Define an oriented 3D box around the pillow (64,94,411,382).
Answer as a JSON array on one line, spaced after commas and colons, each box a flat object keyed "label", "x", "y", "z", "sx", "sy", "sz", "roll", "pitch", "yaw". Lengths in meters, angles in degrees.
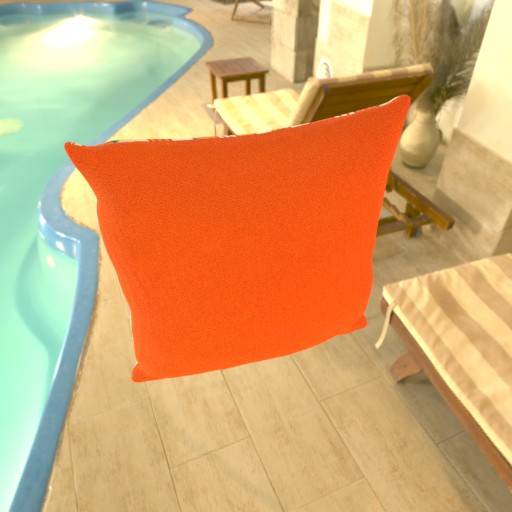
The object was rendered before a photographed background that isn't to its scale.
[{"label": "pillow", "x": 0.000, "y": 0.000, "z": 0.665, "sx": 0.440, "sy": 0.441, "sz": 0.182, "roll": -11, "pitch": 41, "yaw": -13}]
